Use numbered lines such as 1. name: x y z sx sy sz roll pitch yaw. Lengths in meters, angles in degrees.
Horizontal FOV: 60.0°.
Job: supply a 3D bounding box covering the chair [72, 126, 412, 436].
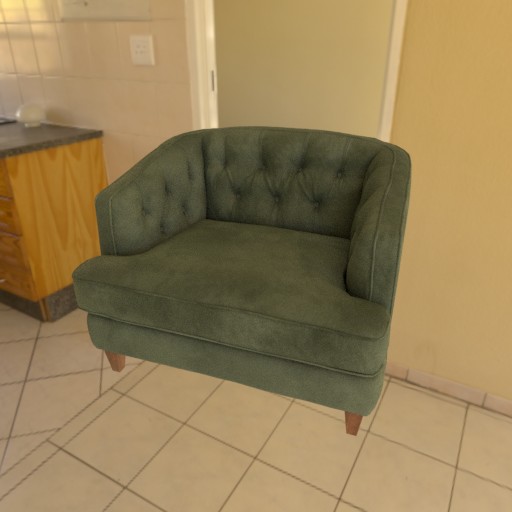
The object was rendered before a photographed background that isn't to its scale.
1. chair: 0.000 0.000 1.773 1.104 0.852 0.941 9 28 18
